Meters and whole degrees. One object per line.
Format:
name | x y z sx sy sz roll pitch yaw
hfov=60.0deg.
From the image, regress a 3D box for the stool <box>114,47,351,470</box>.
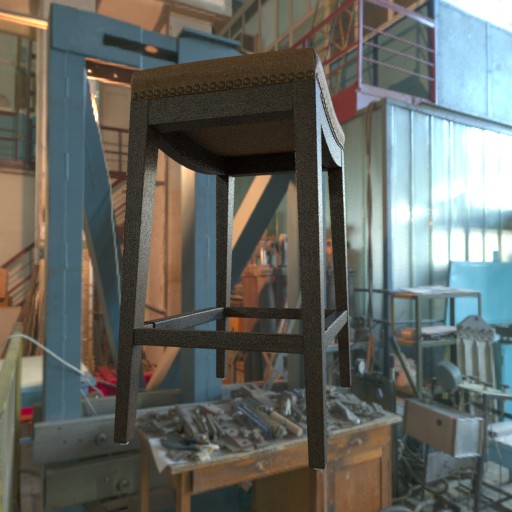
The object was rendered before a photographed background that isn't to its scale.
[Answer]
stool | 0.000 0.000 0.956 0.361 0.660 0.500 -1 -2 16
